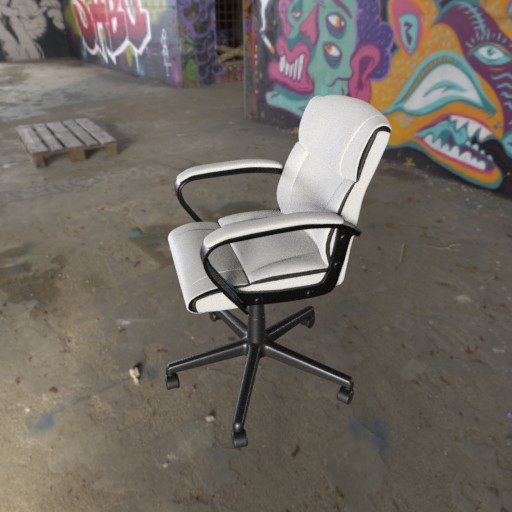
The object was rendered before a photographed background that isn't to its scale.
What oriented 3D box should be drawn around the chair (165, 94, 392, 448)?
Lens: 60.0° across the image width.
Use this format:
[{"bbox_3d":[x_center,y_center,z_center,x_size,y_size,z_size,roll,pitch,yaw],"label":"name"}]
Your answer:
[{"bbox_3d":[0.000,0.000,1.527,0.717,1.004,0.739,-8,30,-14],"label":"chair"}]
